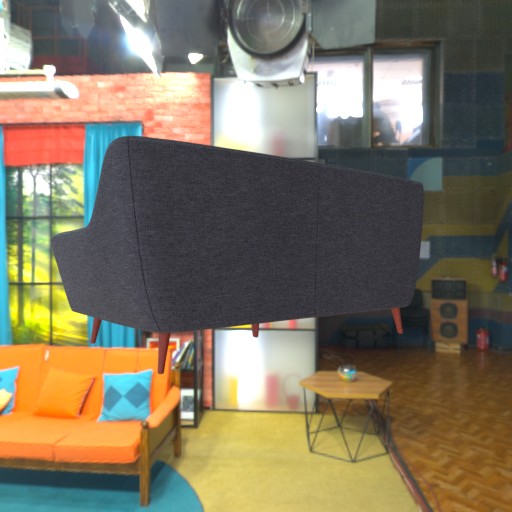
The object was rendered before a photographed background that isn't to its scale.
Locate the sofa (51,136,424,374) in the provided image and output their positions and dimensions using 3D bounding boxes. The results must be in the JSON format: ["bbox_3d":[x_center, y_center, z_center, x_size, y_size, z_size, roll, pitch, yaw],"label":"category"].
[{"bbox_3d":[0.000,0.000,2.434,1.929,0.896,0.975,0,0,-36],"label":"sofa"}]
